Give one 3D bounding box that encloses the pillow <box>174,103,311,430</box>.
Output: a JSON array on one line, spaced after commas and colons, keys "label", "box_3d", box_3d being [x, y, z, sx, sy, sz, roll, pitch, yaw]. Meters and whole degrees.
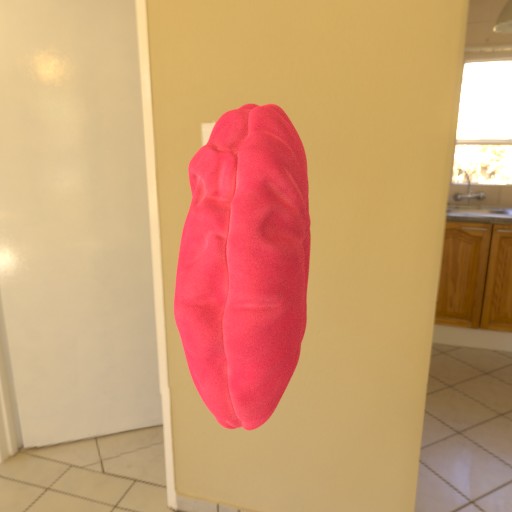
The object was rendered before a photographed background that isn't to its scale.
[{"label": "pillow", "box_3d": [0.000, 0.000, 0.625, 0.148, 0.407, 0.428, 2, 14, 8]}]
